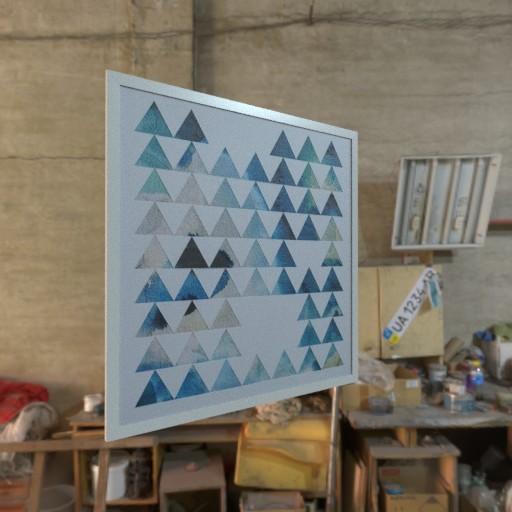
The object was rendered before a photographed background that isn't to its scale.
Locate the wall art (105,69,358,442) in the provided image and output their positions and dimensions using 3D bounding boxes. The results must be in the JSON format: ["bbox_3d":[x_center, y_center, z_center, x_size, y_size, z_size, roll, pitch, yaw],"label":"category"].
[{"bbox_3d":[0.000,0.000,1.205,0.809,0.809,0.012,0,0,-36],"label":"wall art"}]
